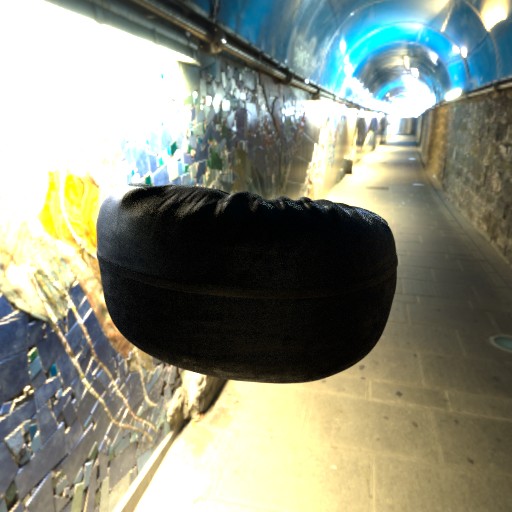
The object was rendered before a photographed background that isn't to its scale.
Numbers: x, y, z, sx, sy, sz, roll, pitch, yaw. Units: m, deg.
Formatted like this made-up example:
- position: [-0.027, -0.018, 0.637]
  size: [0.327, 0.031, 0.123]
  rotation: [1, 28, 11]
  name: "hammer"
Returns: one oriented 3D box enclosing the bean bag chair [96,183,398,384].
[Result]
- position: [0.000, 0.000, 2.440]
  size: [1.524, 0.878, 1.524]
  rotation: [8, 18, 26]
  name: "bean bag chair"
